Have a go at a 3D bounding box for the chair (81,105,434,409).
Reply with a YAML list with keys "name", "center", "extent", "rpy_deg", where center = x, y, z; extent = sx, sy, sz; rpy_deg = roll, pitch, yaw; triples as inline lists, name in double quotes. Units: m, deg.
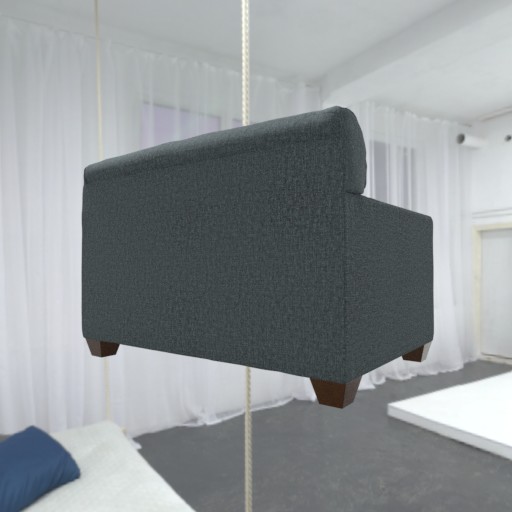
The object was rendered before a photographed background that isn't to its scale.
- name: "chair"
  center: [0.000, 0.000, 2.091]
  extent: [1.383, 0.948, 1.000]
  rpy_deg: [-1, -1, 37]
